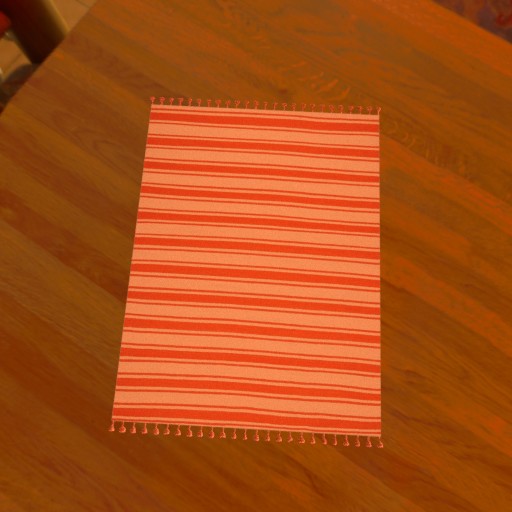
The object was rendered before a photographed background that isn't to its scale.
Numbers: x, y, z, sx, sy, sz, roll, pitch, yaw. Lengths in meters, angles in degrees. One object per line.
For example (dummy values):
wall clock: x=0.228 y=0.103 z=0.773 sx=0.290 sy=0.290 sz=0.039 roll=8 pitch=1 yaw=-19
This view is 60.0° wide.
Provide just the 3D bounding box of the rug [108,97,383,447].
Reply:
rug: x=0.000 y=0.000 z=4.326 sx=2.451 sy=0.035 sz=3.369 roll=3 pitch=77 yaw=1
